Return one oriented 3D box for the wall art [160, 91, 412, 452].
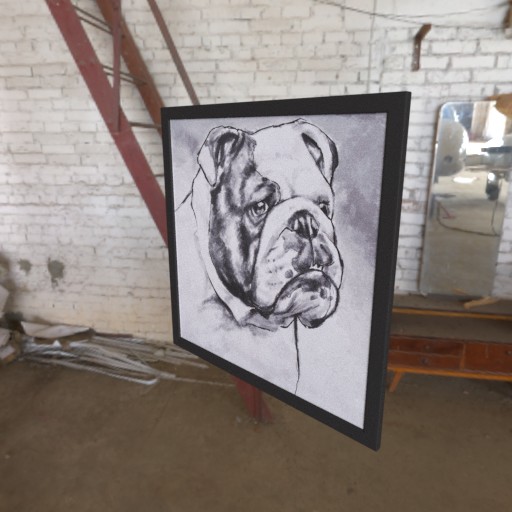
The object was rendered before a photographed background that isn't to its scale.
[{"bbox_3d":[0.000,0.000,0.845,0.562,0.558,0.012,14,21,42],"label":"wall art"}]
